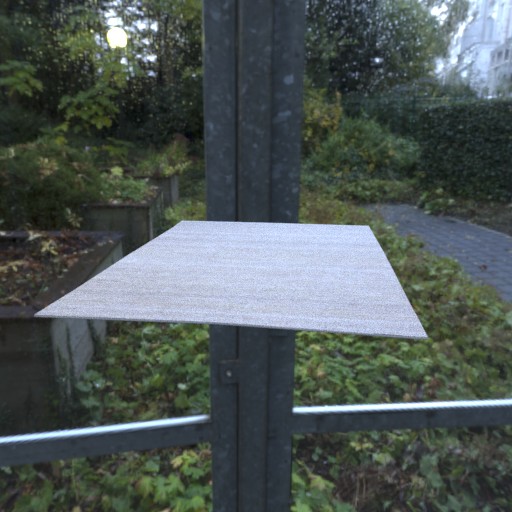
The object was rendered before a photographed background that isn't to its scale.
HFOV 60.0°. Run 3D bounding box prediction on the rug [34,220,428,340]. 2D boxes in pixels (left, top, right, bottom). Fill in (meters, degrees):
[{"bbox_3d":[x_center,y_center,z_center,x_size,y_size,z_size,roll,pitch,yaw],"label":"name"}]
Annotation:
[{"bbox_3d":[0.000,0.000,4.258,2.467,0.046,3.245,2,16,8],"label":"rug"}]
